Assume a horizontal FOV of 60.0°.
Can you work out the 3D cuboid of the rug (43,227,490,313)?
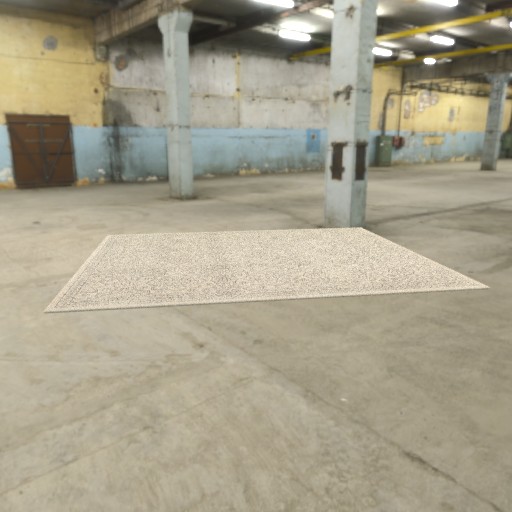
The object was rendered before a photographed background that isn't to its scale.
[{"bbox_3d":[0.000,0.000,4.133,3.050,0.015,2.441,-2,14,-9],"label":"rug"}]
